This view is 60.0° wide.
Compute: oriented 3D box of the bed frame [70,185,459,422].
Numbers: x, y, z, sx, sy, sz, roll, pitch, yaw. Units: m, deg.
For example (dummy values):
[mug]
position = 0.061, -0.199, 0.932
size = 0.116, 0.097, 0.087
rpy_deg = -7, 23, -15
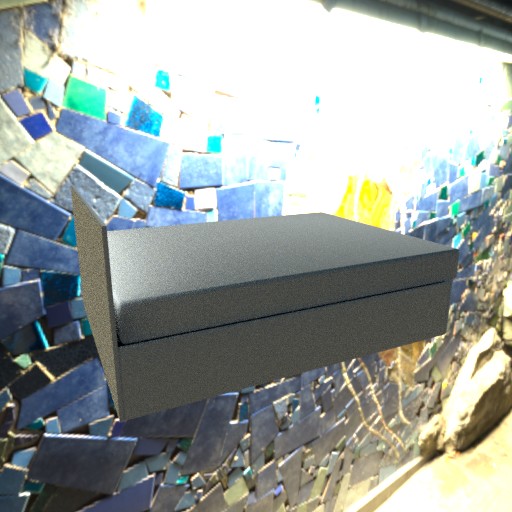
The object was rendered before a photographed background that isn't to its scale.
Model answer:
[bed frame]
position = 0.000, 0.000, 2.676
size = 1.900, 0.800, 1.400
rpy_deg = -8, 17, -25
